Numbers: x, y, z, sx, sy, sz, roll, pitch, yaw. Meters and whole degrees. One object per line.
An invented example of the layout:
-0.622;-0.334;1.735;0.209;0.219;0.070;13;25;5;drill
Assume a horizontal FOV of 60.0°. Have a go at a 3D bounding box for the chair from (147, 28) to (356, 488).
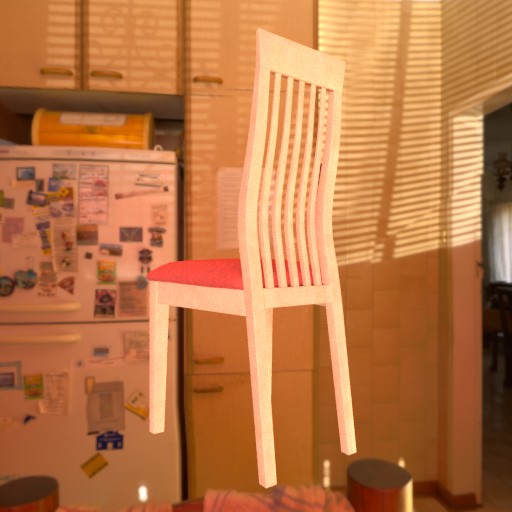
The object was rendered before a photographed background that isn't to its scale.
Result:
0.000;0.000;1.247;0.460;1.027;0.474;0;0;-37;chair
